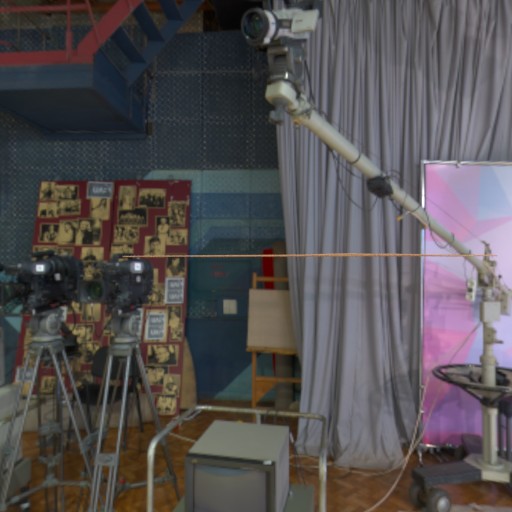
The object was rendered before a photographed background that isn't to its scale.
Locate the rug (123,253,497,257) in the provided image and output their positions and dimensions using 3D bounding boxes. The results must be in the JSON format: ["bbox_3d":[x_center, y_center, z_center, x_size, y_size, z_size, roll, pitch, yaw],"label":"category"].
[{"bbox_3d":[0.000,0.000,2.648,0.799,0.010,2.444,0,0,-35],"label":"rug"}]
